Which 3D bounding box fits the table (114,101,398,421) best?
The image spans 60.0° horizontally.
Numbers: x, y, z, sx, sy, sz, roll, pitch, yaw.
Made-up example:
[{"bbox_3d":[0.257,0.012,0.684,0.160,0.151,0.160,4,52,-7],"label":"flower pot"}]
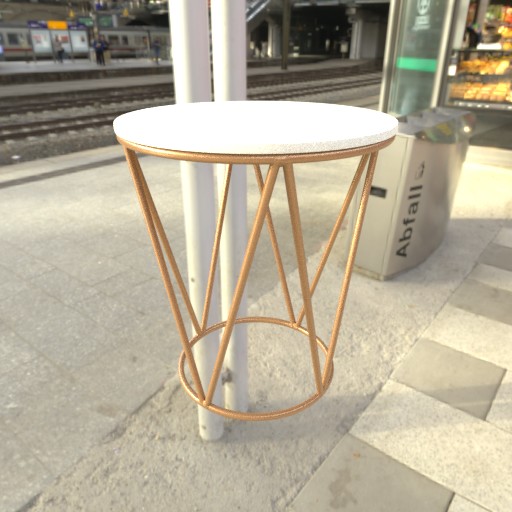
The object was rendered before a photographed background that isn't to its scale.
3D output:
[{"bbox_3d":[0.000,0.000,0.929,0.500,0.564,0.500,0,25,0],"label":"table"}]
